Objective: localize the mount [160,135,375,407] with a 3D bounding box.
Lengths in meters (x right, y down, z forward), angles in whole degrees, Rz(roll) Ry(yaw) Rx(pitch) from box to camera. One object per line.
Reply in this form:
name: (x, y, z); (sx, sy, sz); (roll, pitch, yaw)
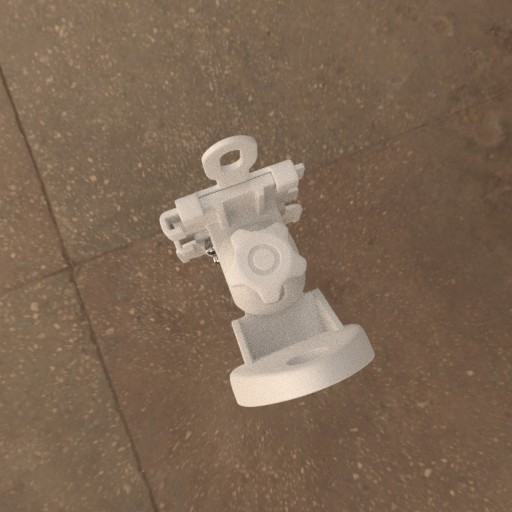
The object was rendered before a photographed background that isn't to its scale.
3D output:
mount: (0.000, 0.000, 0.178); (0.066, 0.118, 0.100); (-21, 79, -4)
